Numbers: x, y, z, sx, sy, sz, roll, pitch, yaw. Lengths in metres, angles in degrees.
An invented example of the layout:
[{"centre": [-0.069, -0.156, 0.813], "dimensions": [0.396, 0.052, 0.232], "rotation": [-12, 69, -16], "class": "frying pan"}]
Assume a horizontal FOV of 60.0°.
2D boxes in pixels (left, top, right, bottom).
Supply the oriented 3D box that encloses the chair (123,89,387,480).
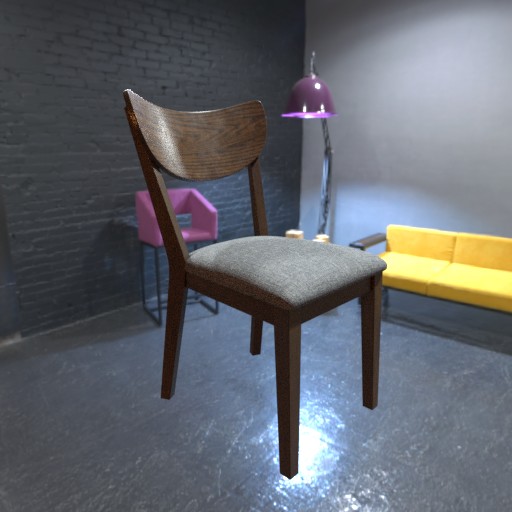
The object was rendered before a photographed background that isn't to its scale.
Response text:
[{"centre": [0.000, 0.000, 1.204], "dimensions": [0.583, 0.849, 0.491], "rotation": [14, 20, 42], "class": "chair"}]
